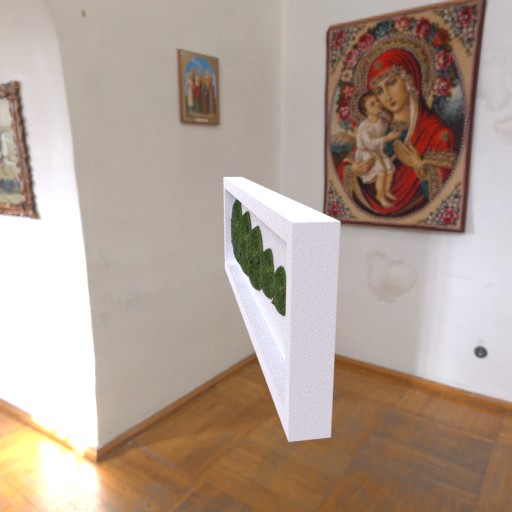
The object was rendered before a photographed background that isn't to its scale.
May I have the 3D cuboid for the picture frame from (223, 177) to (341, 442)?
[{"bbox_3d":[0.000,0.000,0.838,0.050,0.250,0.759,-2,14,-9],"label":"picture frame"}]
